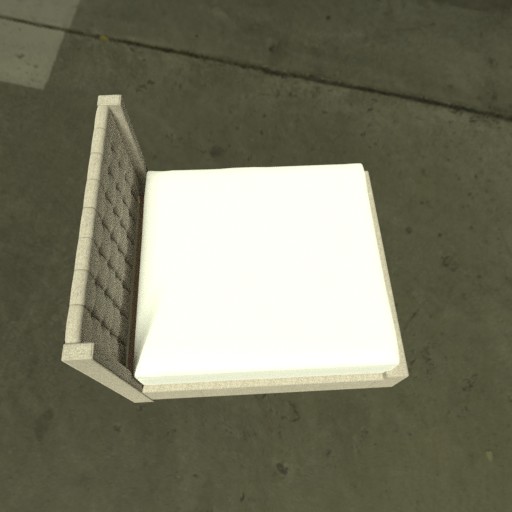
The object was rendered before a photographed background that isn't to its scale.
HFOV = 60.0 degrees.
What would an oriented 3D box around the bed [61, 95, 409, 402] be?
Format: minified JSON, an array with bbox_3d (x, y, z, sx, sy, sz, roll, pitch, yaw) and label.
[{"bbox_3d":[0.000,0.000,3.767,2.372,1.748,2.044,-3,64,-1],"label":"bed"}]
